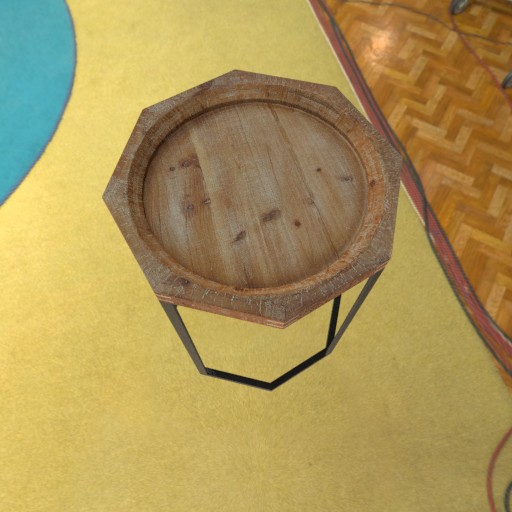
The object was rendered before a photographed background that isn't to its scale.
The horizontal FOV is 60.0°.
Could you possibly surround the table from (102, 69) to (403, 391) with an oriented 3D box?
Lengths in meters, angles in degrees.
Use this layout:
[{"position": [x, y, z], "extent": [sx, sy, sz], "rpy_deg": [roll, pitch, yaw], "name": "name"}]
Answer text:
[{"position": [0.000, 0.000, 0.909], "extent": [0.458, 0.543, 0.458], "rpy_deg": [33, 68, 15], "name": "table"}]
